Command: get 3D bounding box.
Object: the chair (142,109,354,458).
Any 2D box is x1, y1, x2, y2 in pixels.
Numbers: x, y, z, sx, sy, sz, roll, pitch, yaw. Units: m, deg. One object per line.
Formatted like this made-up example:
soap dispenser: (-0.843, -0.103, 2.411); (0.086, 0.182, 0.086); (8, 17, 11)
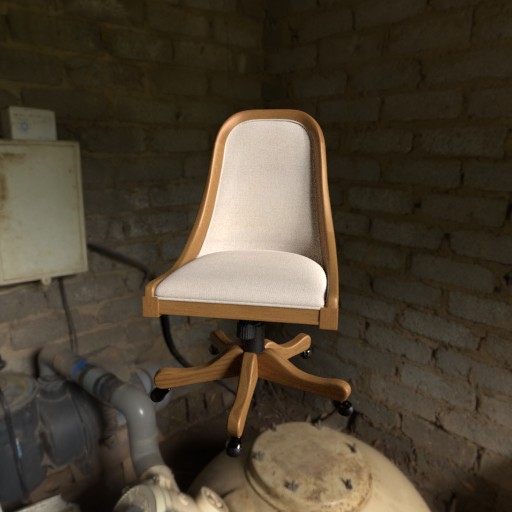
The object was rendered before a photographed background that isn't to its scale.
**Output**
chair: (0.000, 0.000, 1.529); (0.702, 1.009, 0.811); (3, 15, 10)
